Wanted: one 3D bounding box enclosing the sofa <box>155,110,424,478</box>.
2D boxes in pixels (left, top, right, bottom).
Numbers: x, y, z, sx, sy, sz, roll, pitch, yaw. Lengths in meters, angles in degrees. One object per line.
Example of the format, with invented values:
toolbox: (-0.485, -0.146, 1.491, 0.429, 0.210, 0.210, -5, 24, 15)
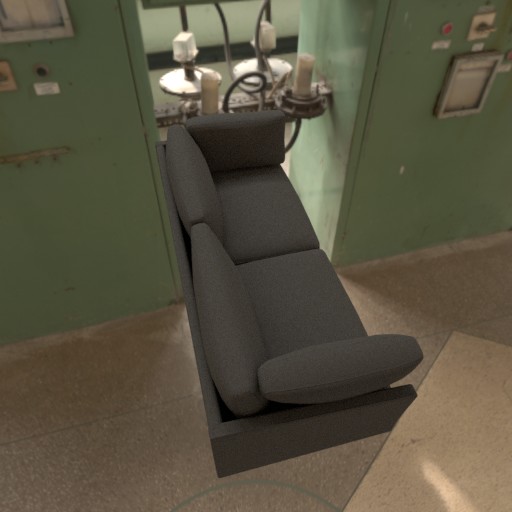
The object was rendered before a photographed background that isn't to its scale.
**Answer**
sofa: (0.000, 0.000, 2.767, 0.969, 0.792, 2.312, -11, 48, -10)
